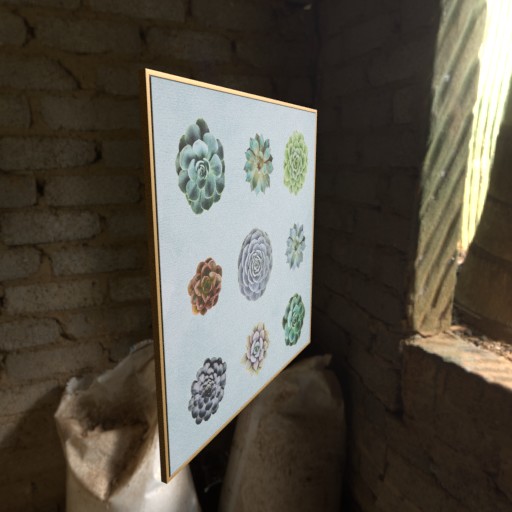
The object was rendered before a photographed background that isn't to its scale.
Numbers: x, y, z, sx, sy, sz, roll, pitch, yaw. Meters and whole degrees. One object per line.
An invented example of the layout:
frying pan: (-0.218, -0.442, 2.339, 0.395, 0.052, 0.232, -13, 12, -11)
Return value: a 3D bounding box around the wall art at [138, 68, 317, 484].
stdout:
wall art: (0.000, 0.000, 0.959, 0.014, 0.655, 0.657, 7, 15, 27)
